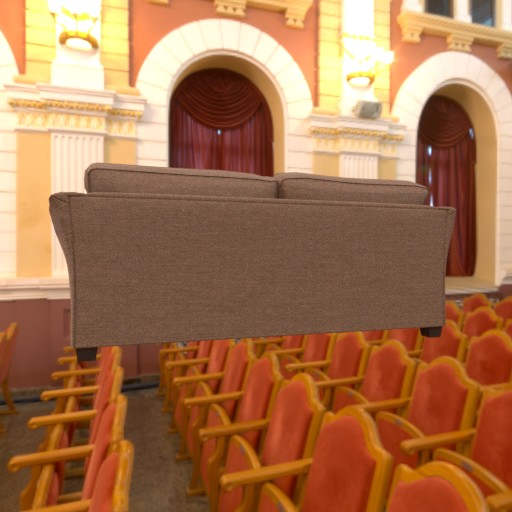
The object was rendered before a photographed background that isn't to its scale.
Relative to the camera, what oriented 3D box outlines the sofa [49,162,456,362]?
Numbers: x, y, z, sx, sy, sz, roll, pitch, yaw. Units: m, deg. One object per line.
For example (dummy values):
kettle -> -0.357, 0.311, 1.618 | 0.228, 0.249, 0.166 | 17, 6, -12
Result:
sofa -> 0.000, 0.000, 2.775 | 2.270, 0.965, 0.980 | 0, 0, -18
